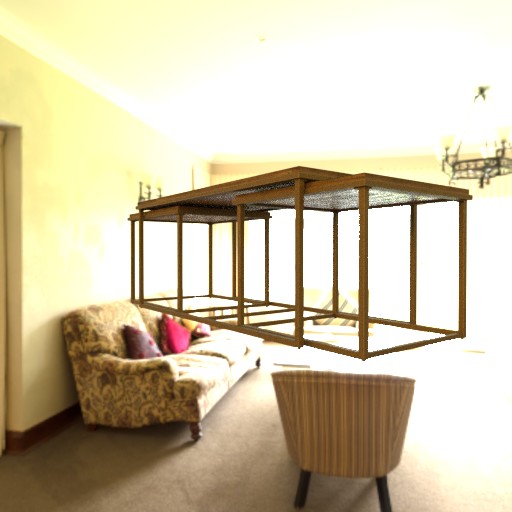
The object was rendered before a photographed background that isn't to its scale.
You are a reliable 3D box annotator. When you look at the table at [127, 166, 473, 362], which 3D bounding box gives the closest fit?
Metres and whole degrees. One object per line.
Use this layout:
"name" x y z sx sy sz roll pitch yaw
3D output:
"table" 0.000 0.000 1.554 0.489 0.427 1.312 0 1 -37
